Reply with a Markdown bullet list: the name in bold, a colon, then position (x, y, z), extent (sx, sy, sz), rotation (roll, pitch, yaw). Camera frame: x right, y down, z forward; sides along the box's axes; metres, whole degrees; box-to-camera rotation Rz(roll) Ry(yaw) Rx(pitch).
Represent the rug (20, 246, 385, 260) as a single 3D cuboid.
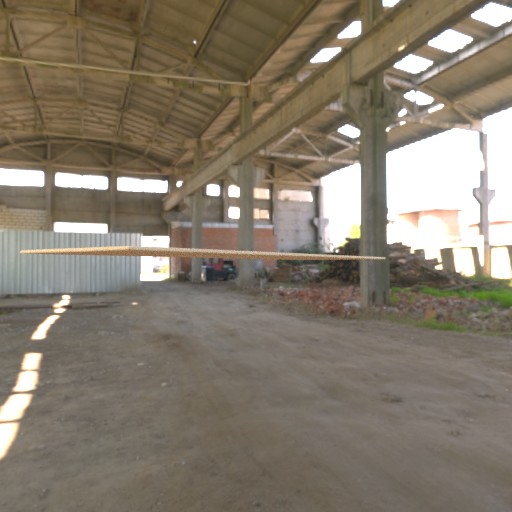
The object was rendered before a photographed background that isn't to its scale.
- **rug**: position (0.000, 0.000, 2.485), extent (0.678, 0.014, 2.276), rotation (-1, -2, 36)
